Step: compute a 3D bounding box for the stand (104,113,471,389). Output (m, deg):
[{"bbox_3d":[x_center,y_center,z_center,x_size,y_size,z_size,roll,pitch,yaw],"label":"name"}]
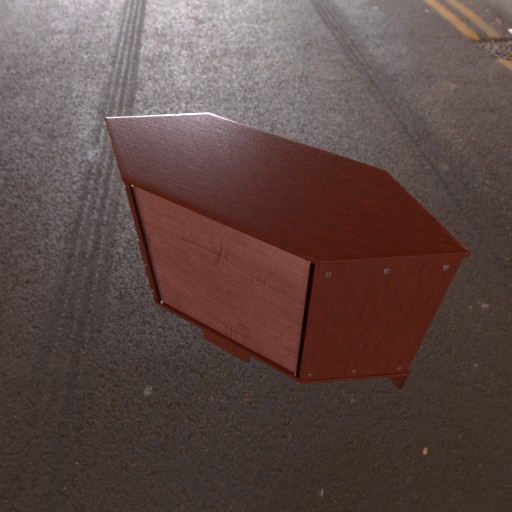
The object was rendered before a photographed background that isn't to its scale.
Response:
[{"bbox_3d":[0.000,0.000,1.354,1.072,0.614,0.381,24,51,21],"label":"stand"}]
